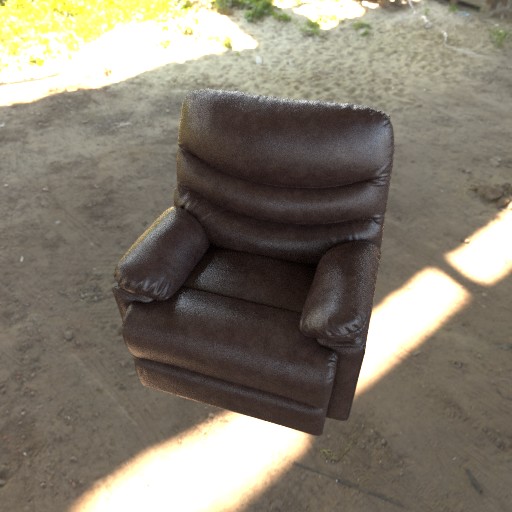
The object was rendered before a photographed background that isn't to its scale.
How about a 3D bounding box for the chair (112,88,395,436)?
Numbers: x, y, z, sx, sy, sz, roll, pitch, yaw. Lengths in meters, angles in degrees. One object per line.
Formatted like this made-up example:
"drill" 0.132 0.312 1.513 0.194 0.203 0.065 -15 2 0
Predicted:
"chair" 0.000 0.000 1.729 0.940 1.041 0.879 11 41 13
